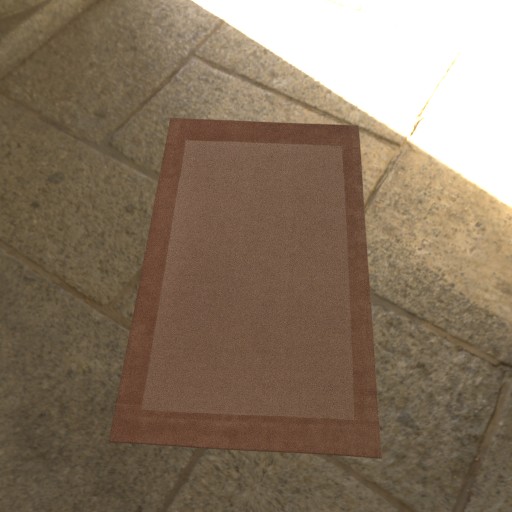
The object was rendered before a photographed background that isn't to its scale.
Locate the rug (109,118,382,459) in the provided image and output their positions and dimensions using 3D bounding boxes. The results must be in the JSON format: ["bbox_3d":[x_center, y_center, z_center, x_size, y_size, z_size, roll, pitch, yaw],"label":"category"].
[{"bbox_3d":[0.000,0.000,3.022,1.524,0.014,2.438,3,63,1],"label":"rug"}]
